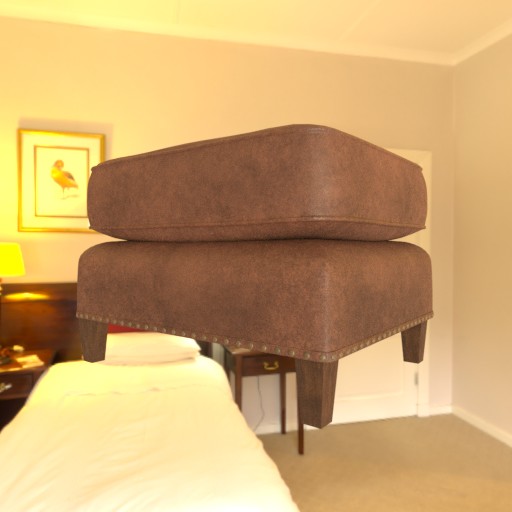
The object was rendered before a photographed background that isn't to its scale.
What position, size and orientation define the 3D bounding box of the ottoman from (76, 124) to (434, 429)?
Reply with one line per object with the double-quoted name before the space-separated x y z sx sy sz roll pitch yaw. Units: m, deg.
"ottoman" 0.000 0.000 1.137 0.738 0.537 0.589 1 2 37
